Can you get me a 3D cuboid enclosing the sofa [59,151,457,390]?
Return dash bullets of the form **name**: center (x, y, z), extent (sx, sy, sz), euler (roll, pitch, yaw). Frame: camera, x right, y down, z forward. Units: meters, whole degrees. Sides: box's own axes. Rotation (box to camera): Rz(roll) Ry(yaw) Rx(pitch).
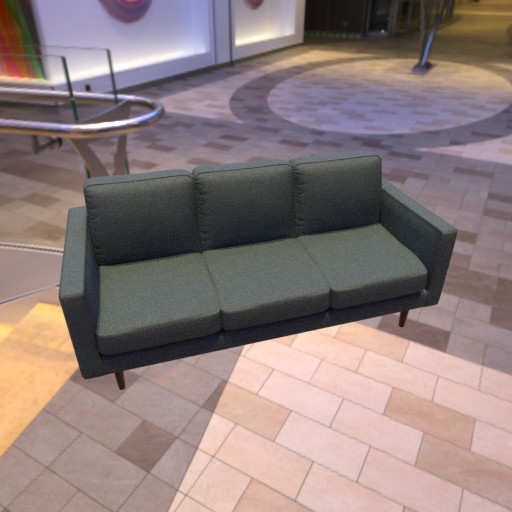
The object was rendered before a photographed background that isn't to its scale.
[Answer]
- **sofa**: center (0.000, 0.000, 2.588), extent (2.013, 0.945, 0.935), euler (-9, 33, -14)
